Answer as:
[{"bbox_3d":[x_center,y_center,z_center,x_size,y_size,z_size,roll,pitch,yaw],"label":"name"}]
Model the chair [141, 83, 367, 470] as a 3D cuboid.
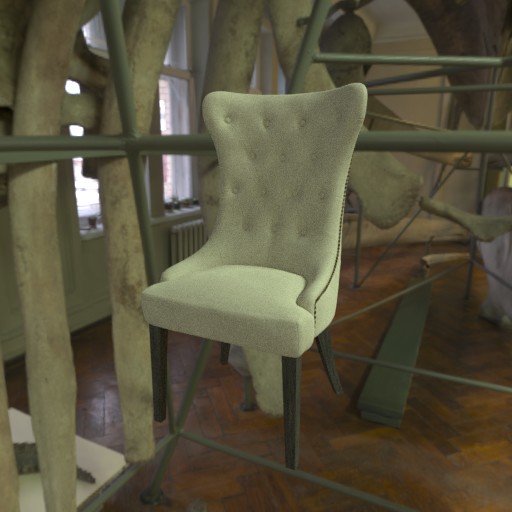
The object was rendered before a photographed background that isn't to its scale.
[{"bbox_3d":[0.000,0.000,1.435,0.584,1.065,0.590,7,16,26],"label":"chair"}]
